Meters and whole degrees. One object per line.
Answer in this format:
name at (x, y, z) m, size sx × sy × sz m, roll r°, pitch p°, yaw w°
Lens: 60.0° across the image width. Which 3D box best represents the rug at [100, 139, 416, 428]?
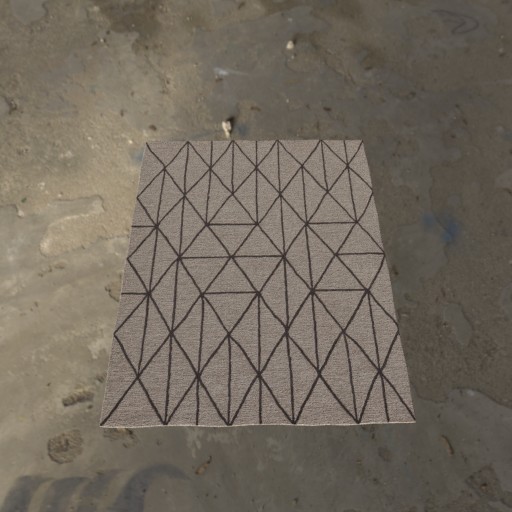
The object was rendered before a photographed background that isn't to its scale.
rug at (0.000, 0.000, 4.202) m, size 2.468 × 0.022 × 3.061 m, roll -1°, pitch 59°, yaw 0°
